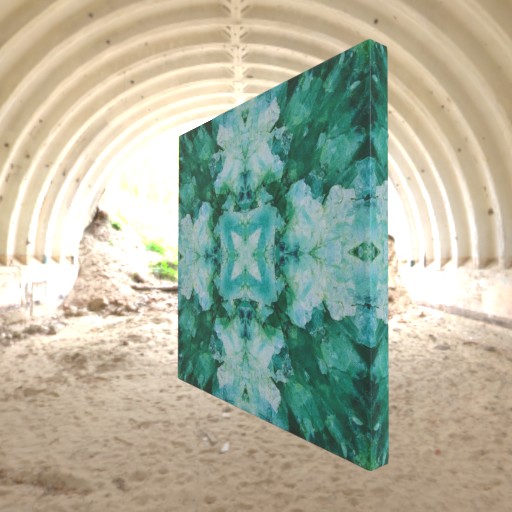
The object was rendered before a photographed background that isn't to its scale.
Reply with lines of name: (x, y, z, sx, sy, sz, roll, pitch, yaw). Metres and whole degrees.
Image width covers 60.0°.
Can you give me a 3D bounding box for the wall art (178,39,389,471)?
wall art: (0.000, 0.000, 0.732, 0.038, 0.508, 0.507, 0, -1, -36)
